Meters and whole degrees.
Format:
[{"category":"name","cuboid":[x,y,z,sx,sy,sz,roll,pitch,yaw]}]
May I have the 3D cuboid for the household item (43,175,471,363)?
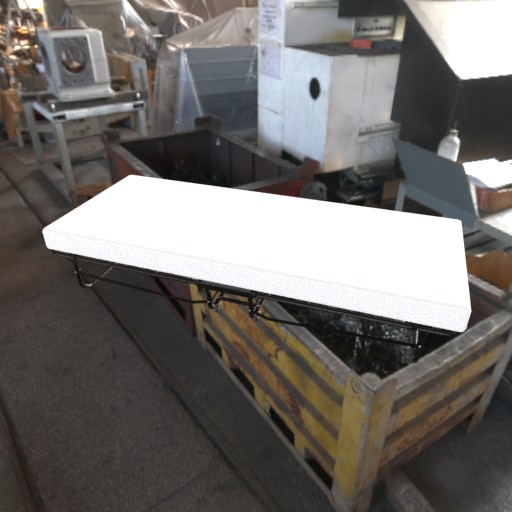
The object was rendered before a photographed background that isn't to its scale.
[{"category":"household item","cuboid":[0.000,0.000,2.191,1.905,0.356,0.787,10,33,16]}]
